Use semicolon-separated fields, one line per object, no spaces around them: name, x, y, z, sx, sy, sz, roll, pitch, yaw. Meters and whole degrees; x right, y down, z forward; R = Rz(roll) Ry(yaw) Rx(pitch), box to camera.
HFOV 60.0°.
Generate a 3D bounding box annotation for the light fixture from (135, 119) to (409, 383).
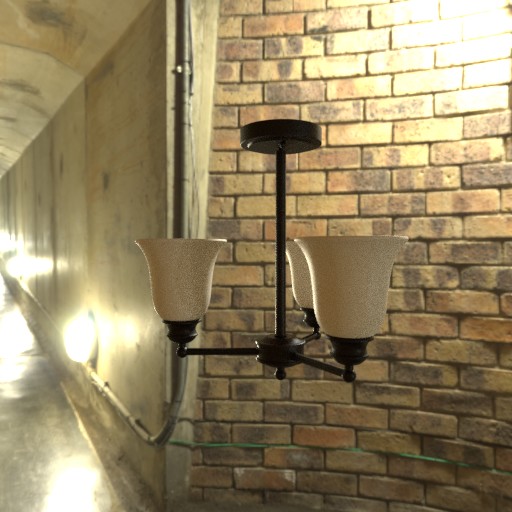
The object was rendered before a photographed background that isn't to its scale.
light fixture;0.000;0.000;0.657;0.354;0.370;0.388;0;1;-1
